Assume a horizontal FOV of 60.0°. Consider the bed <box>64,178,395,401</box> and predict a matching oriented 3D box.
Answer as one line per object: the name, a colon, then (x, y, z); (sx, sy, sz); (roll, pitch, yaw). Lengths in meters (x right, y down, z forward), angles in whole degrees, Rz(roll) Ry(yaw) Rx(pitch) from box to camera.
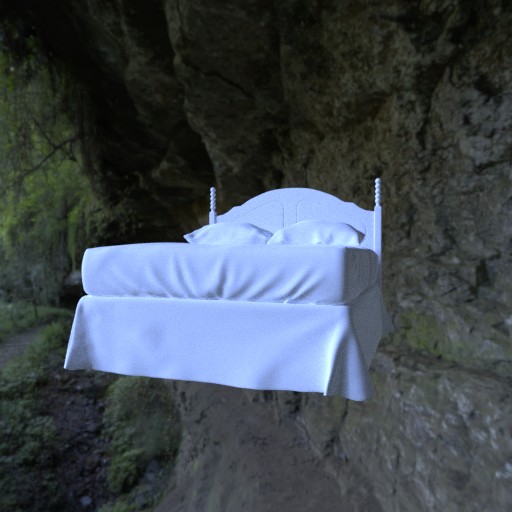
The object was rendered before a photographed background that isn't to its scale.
bed: (0.000, 0.000, 3.242); (1.873, 1.356, 2.040); (0, 0, 20)
